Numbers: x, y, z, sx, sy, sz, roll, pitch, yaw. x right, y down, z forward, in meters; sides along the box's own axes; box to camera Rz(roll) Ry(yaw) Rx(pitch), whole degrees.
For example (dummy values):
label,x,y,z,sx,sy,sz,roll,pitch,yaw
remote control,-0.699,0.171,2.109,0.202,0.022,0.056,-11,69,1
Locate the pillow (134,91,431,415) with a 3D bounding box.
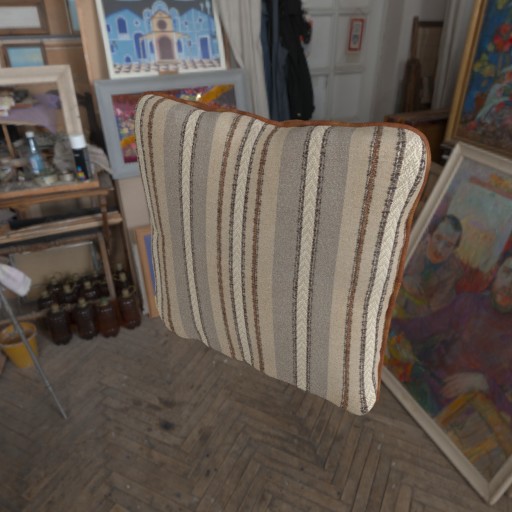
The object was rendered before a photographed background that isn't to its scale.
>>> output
label,x,y,z,sx,sy,sz,roll,pitch,yaw
pillow,0.000,0.000,0.747,0.489,0.490,0.130,18,35,27
